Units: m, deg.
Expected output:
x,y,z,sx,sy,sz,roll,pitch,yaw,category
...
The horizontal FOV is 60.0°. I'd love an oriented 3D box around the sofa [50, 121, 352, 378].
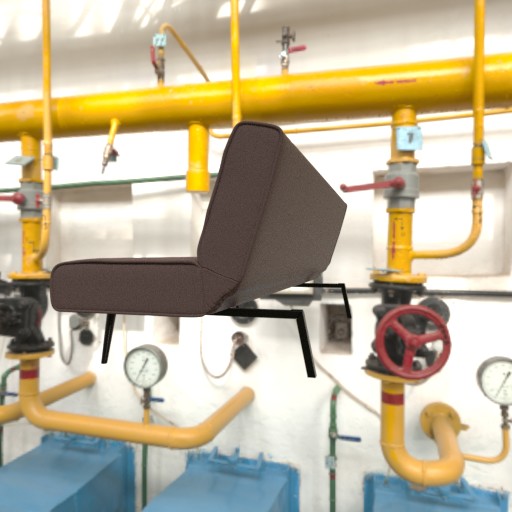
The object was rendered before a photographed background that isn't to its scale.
x,y,z,sx,sy,sz,roll,pitch,yaw,category
0.000,0.000,1.999,0.747,0.699,1.703,0,0,17,sofa
